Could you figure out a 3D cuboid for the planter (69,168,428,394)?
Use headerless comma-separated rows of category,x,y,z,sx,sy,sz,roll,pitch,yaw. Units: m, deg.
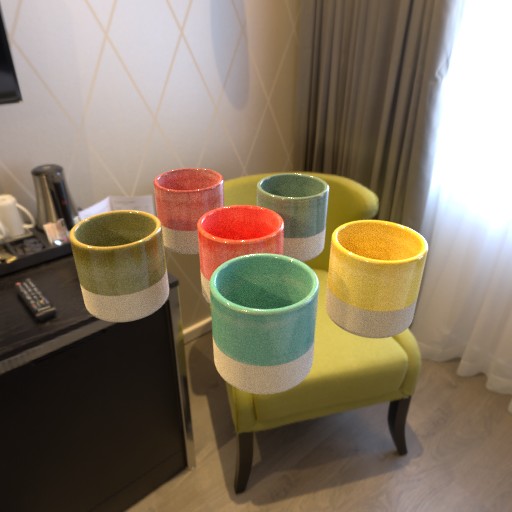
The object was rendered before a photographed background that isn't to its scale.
planter,0.000,0.000,0.407,0.286,0.075,0.257,10,31,16
